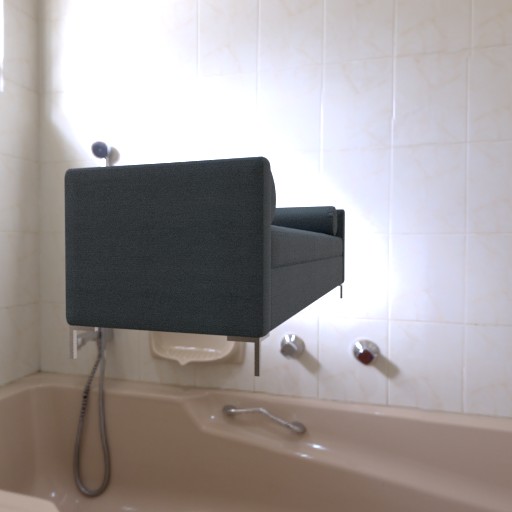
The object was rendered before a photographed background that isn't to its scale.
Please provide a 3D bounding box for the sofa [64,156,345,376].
[{"bbox_3d":[0.000,0.000,2.280,0.686,0.635,1.981,0,1,18],"label":"sofa"}]
